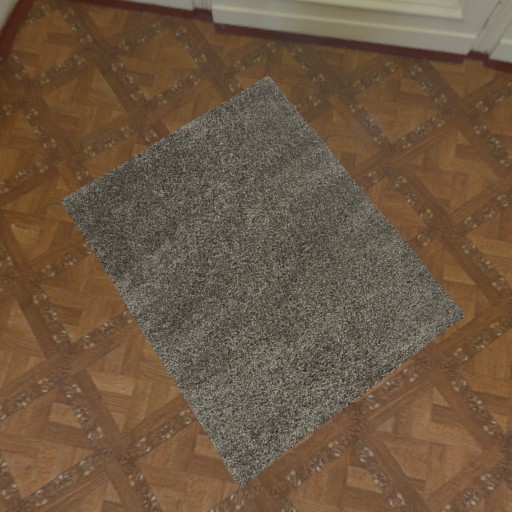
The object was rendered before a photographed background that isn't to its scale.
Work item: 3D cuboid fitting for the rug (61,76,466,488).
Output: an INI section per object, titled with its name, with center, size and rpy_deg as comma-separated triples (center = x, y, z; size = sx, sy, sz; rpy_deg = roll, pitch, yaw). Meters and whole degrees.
[rug]
center = 0.000, 0.000, 4.031
size = 2.401, 0.025, 3.000
rpy_deg = -34, 77, -9
